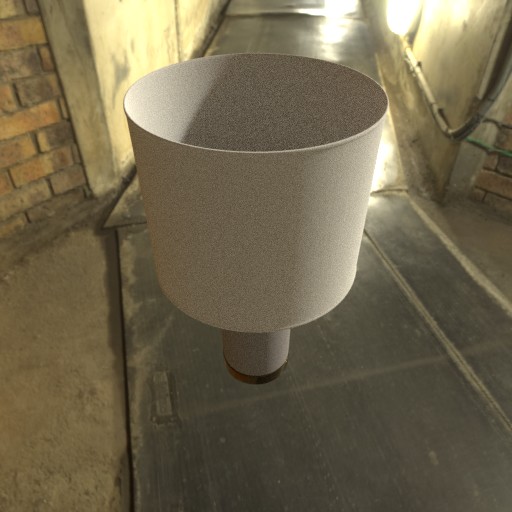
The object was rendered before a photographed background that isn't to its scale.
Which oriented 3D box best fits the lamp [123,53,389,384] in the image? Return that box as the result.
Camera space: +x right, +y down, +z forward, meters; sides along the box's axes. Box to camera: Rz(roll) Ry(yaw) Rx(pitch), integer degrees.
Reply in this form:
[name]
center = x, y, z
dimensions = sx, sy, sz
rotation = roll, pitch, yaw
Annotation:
[lamp]
center = 0.000, 0.000, 0.514
dimensions = 0.229, 0.380, 0.229
rotation = 0, 40, 0
